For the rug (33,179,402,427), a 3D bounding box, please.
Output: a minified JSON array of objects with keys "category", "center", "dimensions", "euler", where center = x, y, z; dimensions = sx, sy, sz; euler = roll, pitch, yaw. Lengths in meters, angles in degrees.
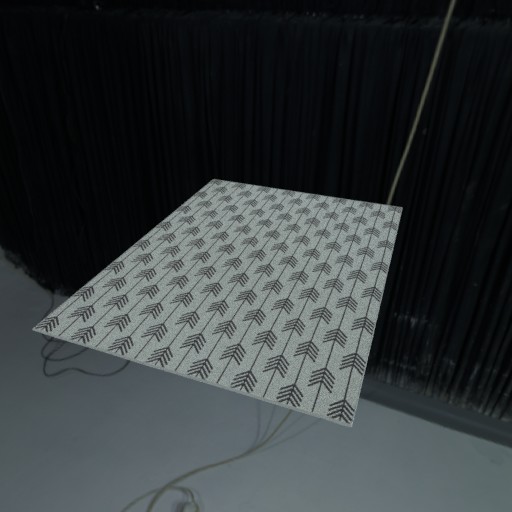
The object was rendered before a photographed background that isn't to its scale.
[{"category":"rug","center":[0.000,0.000,4.081],"dimensions":[2.330,0.010,3.061],"euler":[11,34,18]}]
